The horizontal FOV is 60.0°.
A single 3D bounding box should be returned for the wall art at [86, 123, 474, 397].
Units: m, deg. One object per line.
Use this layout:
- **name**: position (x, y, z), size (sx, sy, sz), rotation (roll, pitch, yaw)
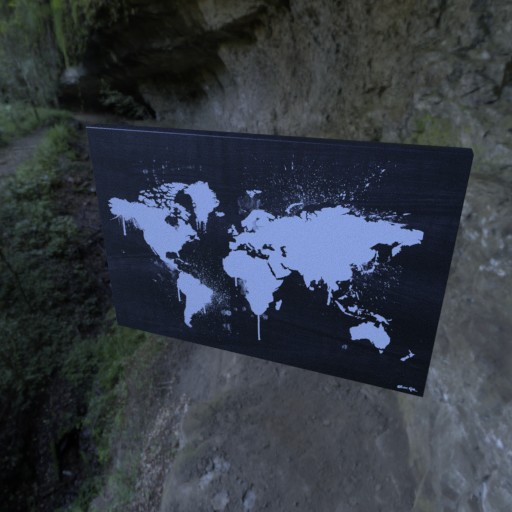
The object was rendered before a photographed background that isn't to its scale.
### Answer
- **wall art**: position (0.000, 0.000, 0.766), size (0.610, 0.409, 0.038), rotation (9, 27, 18)
